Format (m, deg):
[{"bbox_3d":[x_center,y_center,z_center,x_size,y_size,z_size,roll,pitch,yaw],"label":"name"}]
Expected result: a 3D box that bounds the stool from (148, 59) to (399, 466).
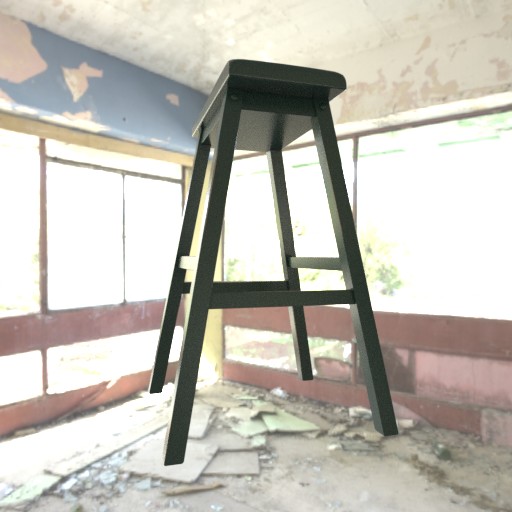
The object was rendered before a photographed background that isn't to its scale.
[{"bbox_3d":[0.000,0.000,1.063,0.476,0.737,0.457,0,0,-17],"label":"stool"}]
